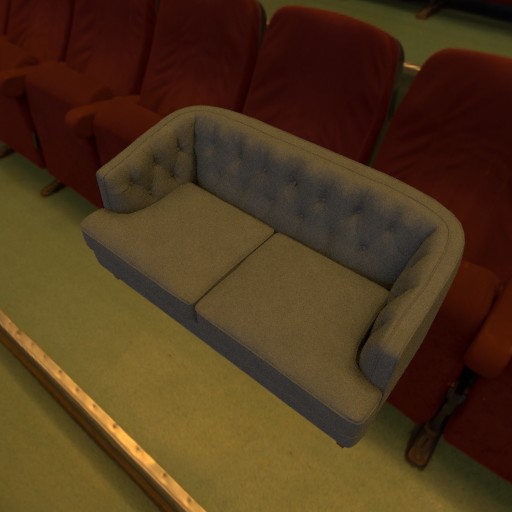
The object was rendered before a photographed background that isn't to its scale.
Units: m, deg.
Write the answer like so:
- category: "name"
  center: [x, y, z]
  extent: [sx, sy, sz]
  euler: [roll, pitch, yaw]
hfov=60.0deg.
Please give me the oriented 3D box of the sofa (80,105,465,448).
- category: "sofa"
  center: [0.000, 0.000, 2.240]
  extent: [1.733, 0.855, 0.941]
  euler: [31, 54, 25]
